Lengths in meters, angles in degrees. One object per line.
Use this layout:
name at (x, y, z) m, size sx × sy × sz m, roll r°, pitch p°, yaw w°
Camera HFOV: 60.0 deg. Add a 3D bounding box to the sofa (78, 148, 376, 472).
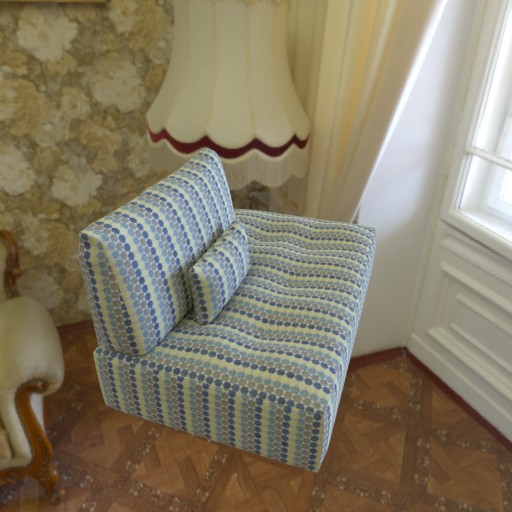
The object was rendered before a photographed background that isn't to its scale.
sofa at (0.000, 0.000, 2.066) m, size 1.000 × 0.820 × 1.450 m, roll 10°, pitch 31°, yaw 17°
